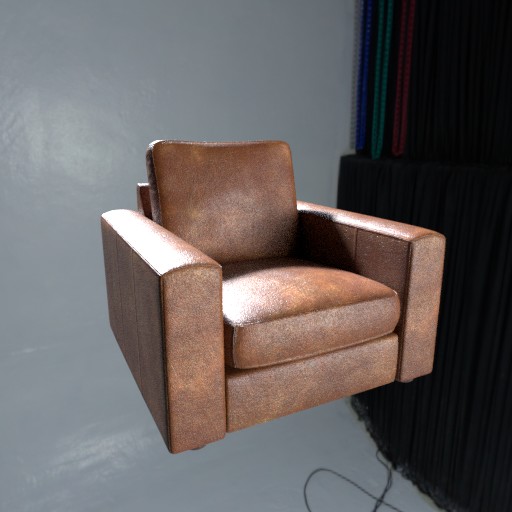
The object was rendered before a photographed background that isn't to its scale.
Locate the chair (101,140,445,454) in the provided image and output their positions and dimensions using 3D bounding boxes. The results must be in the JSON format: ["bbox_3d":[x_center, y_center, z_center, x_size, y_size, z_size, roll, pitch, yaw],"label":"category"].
[{"bbox_3d":[0.000,0.000,1.726,1.005,0.873,1.016,-7,16,-26],"label":"chair"}]
